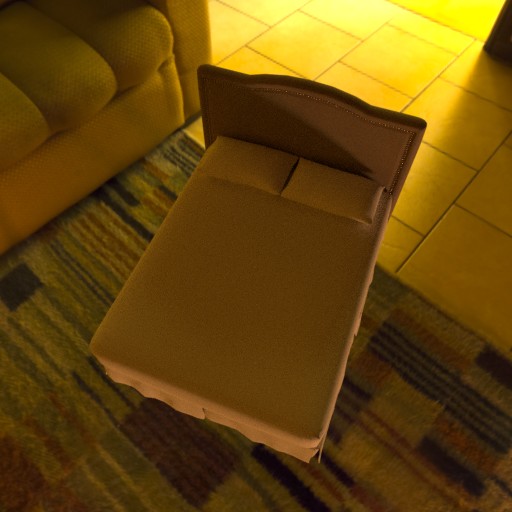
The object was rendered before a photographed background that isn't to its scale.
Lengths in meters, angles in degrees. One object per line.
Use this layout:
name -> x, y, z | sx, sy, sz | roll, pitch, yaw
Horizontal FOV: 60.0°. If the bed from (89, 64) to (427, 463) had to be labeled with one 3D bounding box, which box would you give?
bed -> 0.000, 0.000, 3.147 | 1.744, 1.441, 2.128 | 18, 61, 11
